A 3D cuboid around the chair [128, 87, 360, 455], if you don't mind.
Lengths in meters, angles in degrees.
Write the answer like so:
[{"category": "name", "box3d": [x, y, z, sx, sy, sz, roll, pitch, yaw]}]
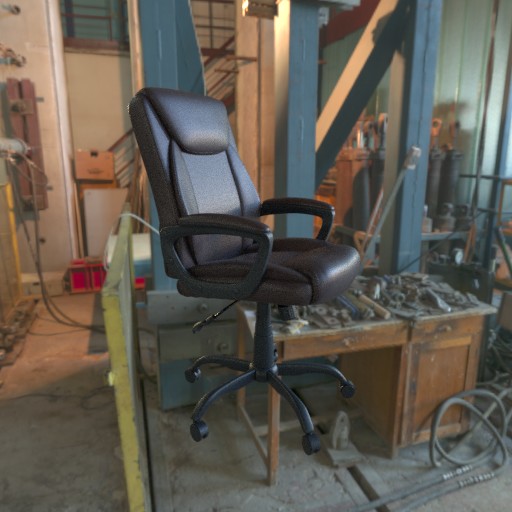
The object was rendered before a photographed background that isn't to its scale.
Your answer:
[{"category": "chair", "box3d": [0.000, 0.000, 1.489, 0.655, 1.072, 0.615, 7, 15, 28]}]
